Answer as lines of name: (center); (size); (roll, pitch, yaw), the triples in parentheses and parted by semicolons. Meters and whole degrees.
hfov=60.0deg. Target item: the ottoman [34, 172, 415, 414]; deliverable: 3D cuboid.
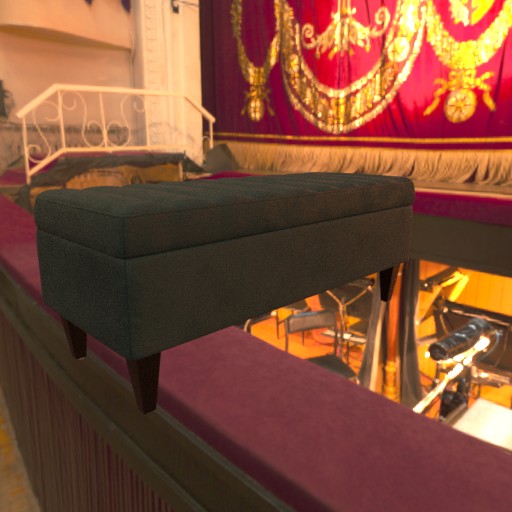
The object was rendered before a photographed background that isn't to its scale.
ottoman: (0.000, 0.000, 1.398); (1.151, 0.469, 0.482); (-13, 19, -43)
